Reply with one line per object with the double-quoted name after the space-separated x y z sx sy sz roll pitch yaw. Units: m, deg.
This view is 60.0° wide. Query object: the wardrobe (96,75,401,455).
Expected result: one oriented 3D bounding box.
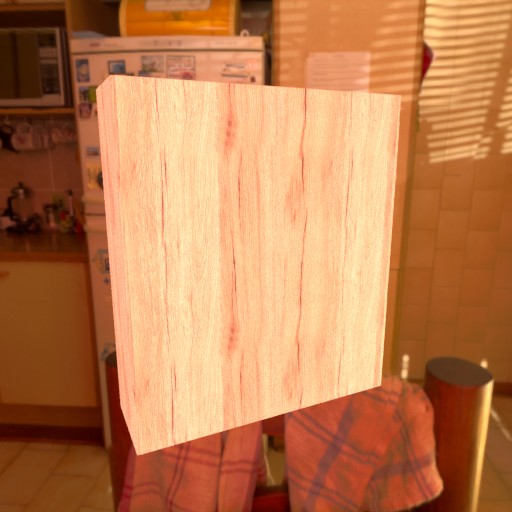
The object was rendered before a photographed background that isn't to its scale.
0.000 0.000 2.970 1.810 2.070 0.580 -6 15 -25 "wardrobe"
